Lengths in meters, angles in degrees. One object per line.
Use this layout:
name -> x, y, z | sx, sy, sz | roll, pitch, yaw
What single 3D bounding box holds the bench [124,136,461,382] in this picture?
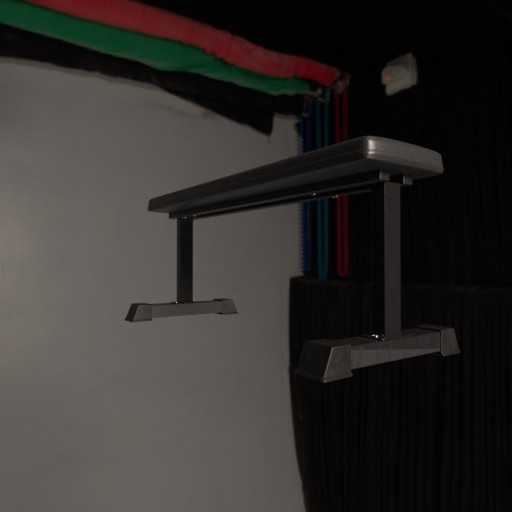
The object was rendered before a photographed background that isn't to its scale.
bench -> 0.000, 0.000, 1.311 | 0.439, 0.453, 1.072 | 1, -1, -36
